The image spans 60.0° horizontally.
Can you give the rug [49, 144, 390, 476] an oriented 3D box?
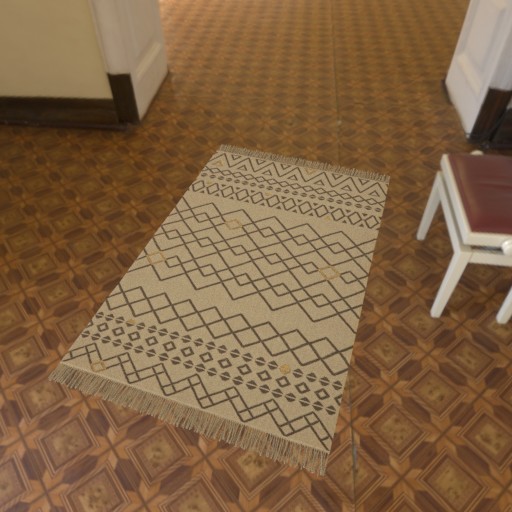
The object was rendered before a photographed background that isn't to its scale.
[{"bbox_3d":[0.000,0.000,2.982,1.495,0.035,2.472,14,47,13],"label":"rug"}]
